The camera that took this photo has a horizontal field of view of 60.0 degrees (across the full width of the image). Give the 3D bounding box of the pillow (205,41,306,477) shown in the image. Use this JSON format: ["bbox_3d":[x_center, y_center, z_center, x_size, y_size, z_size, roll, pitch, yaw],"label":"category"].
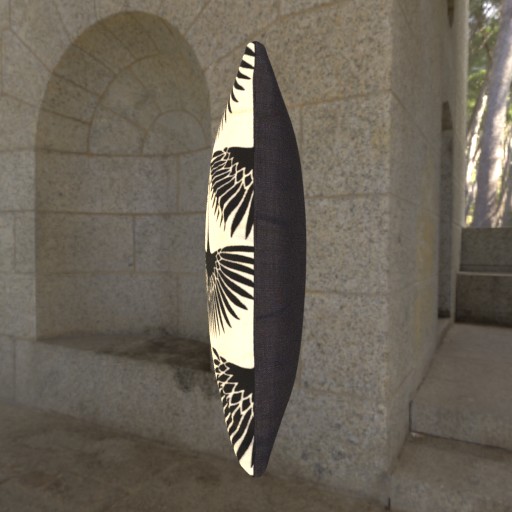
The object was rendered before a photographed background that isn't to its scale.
[{"bbox_3d":[0.000,0.000,0.651,0.139,0.432,0.432,0,1,0],"label":"pillow"}]
